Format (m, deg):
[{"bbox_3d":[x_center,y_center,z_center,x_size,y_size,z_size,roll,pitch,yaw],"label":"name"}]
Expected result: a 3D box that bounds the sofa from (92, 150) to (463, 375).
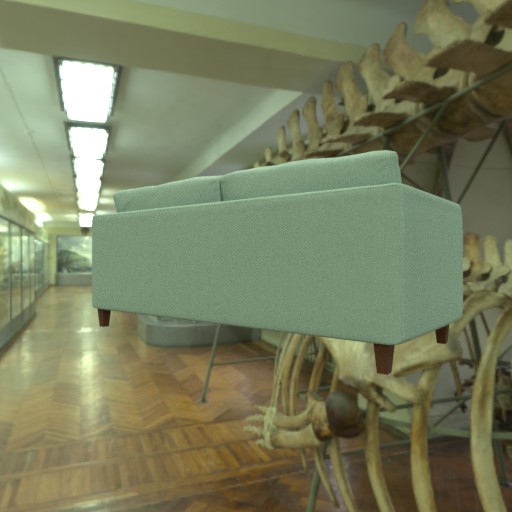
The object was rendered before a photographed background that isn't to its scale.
[{"bbox_3d":[0.000,0.000,2.753,2.208,0.965,0.951,0,0,38],"label":"sofa"}]
